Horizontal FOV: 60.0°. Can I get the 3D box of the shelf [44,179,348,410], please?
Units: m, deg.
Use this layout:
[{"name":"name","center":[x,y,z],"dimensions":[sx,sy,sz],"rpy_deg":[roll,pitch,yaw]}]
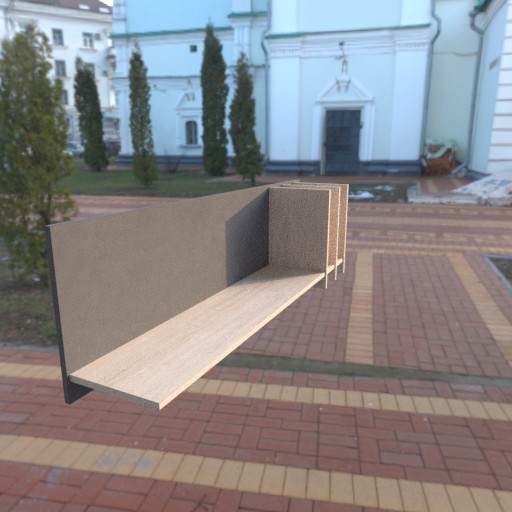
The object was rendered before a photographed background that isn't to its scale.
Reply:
[{"name":"shelf","center":[0.000,0.000,1.101],"dimensions":[0.200,0.300,1.020],"rpy_deg":[7,16,26]}]
